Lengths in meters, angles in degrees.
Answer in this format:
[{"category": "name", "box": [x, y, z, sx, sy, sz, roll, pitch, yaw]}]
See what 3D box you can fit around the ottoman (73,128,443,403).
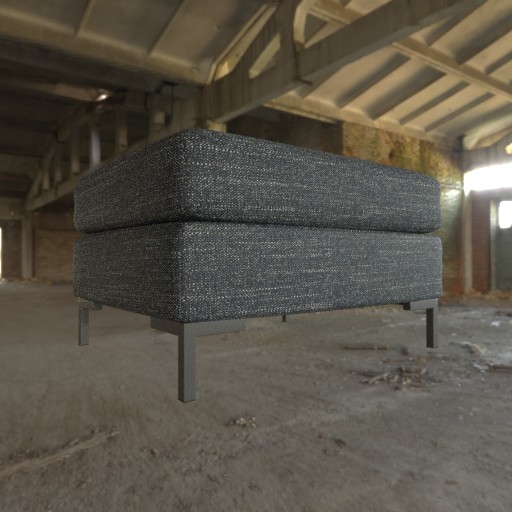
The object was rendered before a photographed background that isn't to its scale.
[{"category": "ottoman", "box": [0.000, 0.000, 1.208, 0.814, 0.491, 0.667, 0, 0, -37]}]
